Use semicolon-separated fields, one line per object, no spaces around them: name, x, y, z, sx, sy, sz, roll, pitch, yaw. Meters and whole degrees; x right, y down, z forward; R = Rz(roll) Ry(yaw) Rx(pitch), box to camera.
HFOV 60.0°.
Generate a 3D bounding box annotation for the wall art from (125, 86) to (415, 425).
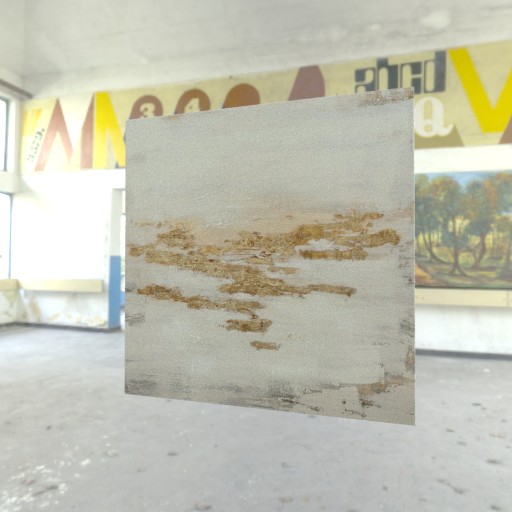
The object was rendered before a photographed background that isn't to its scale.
wall art;0.000;0.000;1.507;1.015;1.018;0.040;0;-1;18
